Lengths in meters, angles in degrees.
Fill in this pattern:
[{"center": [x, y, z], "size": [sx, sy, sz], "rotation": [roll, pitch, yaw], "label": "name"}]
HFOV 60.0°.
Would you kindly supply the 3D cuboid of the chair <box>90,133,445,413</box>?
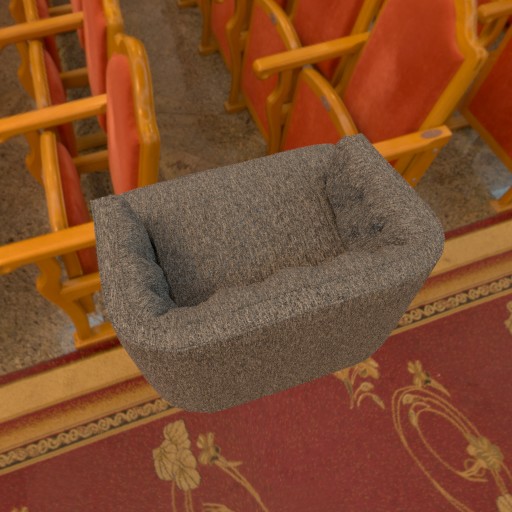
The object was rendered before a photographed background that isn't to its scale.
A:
[{"center": [0.000, 0.000, 1.769], "size": [1.104, 0.852, 0.941], "rotation": [-16, 59, -10], "label": "chair"}]
